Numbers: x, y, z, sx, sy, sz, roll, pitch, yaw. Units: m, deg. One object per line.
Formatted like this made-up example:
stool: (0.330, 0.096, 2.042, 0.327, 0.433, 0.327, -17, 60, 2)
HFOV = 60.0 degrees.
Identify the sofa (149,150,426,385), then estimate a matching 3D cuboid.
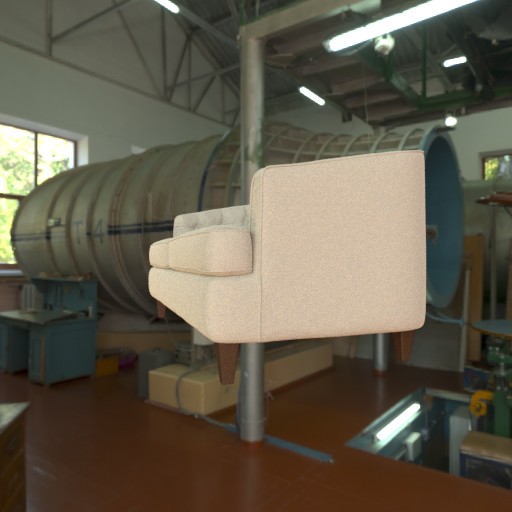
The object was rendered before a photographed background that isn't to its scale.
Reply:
sofa: (0.000, 0.000, 2.234, 0.941, 0.855, 1.733, 0, 0, -19)
